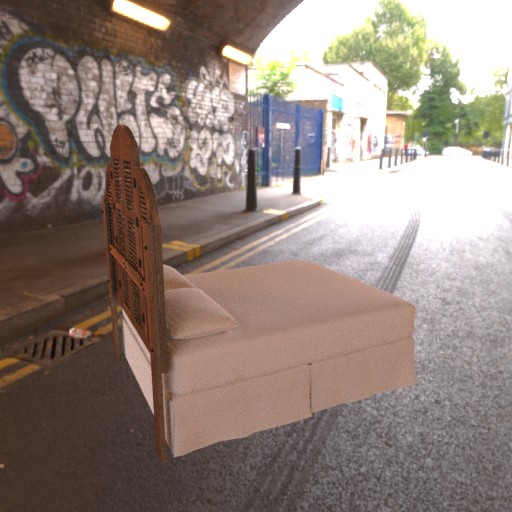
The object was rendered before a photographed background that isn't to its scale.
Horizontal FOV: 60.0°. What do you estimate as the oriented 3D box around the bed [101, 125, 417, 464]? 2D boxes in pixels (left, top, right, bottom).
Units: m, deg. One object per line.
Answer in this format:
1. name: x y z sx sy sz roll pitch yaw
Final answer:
1. bed: 0.000 0.000 3.626 2.138 2.019 1.713 -7 16 -26
